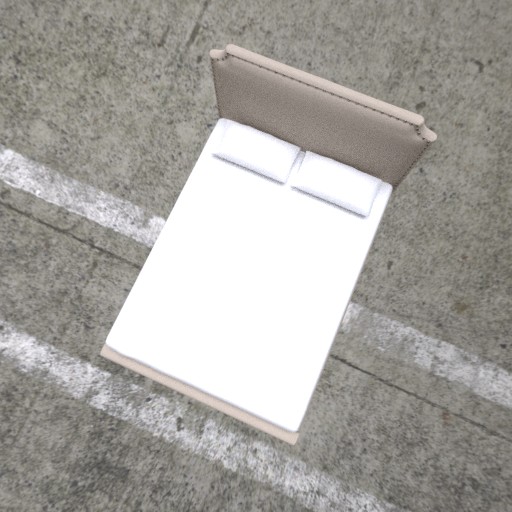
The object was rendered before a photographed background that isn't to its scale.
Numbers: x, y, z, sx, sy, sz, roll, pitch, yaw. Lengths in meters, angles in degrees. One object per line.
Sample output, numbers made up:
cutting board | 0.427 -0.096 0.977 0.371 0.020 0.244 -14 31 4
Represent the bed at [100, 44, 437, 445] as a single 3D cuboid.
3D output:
bed | 0.000 0.000 3.436 1.713 1.443 2.372 23 77 6
